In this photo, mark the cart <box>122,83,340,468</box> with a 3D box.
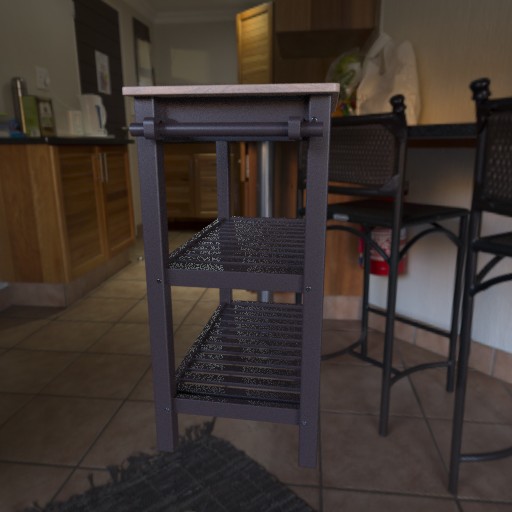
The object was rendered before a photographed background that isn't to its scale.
[{"bbox_3d":[0.000,0.000,1.392,0.457,0.927,0.899,2,15,9],"label":"cart"}]
